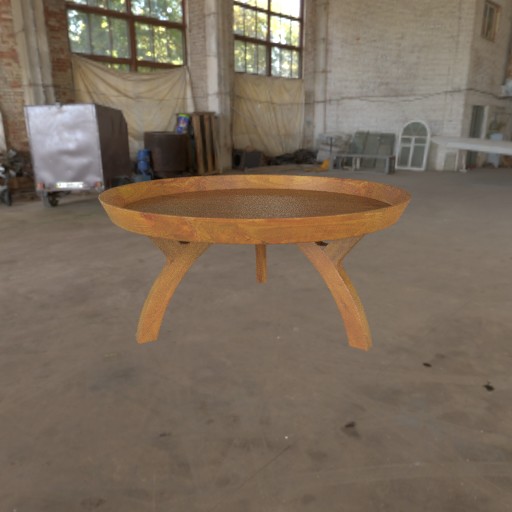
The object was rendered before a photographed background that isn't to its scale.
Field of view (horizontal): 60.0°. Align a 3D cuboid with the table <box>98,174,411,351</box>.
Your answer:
[{"bbox_3d":[0.000,0.000,1.575,1.016,0.470,1.016,0,16,0],"label":"table"}]
